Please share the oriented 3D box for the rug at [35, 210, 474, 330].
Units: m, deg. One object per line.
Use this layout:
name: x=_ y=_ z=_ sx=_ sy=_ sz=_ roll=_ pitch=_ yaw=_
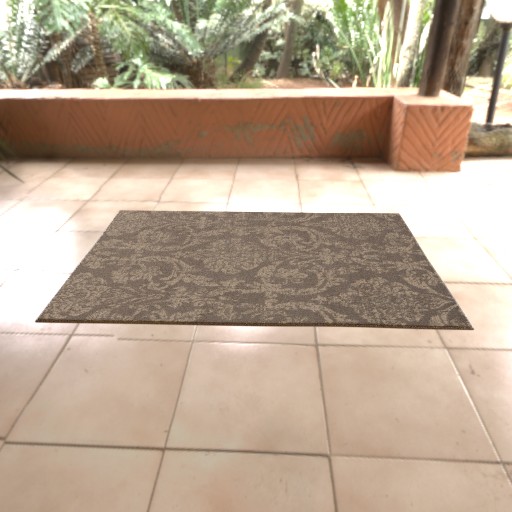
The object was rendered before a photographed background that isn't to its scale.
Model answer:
rug: x=0.000 y=0.000 z=2.365 sx=1.824 sy=0.012 sz=1.206 roll=1 pitch=29 yaw=1
